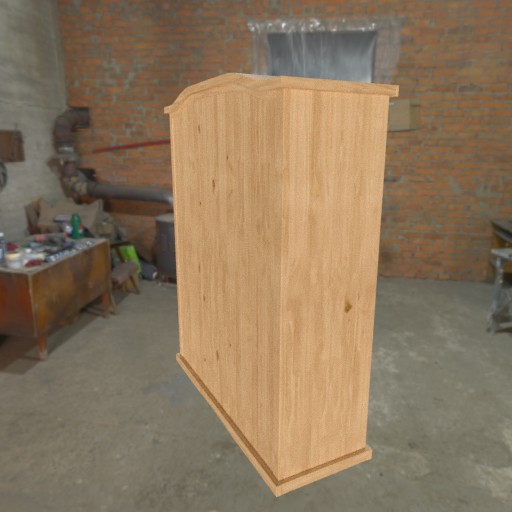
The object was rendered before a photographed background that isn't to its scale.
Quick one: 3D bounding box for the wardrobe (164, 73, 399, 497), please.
[{"bbox_3d":[0.000,0.000,2.566,0.570,1.870,1.500,-7,16,-26],"label":"wardrobe"}]
